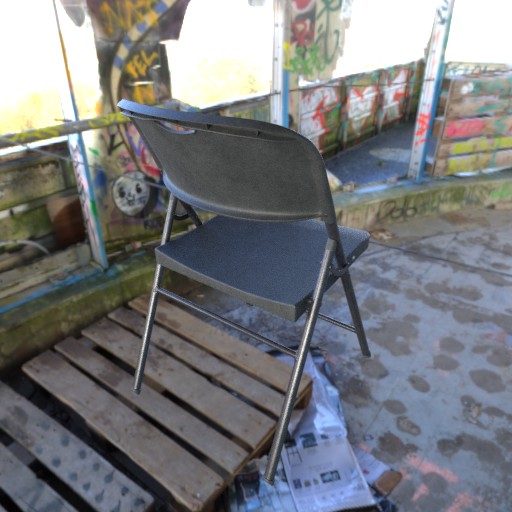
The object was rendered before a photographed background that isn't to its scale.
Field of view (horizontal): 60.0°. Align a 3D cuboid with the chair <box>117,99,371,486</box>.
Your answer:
[{"bbox_3d":[0.000,0.000,1.134,0.494,0.810,0.567,20,35,31],"label":"chair"}]
